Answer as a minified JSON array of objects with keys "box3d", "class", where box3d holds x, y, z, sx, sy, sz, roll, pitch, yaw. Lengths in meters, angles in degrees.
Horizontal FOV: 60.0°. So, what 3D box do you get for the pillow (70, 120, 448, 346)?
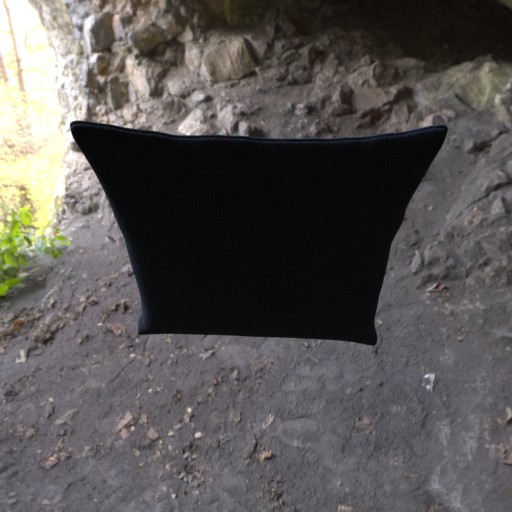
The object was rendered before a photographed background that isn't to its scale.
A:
[{"box3d":[0.000,0.000,0.648,0.431,0.431,0.141,2,46,2],"class":"pillow"}]
